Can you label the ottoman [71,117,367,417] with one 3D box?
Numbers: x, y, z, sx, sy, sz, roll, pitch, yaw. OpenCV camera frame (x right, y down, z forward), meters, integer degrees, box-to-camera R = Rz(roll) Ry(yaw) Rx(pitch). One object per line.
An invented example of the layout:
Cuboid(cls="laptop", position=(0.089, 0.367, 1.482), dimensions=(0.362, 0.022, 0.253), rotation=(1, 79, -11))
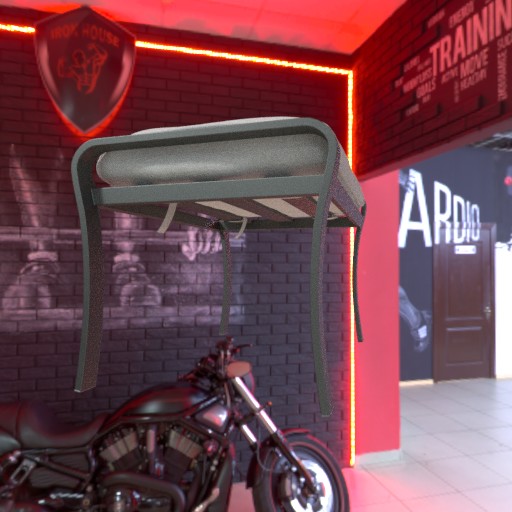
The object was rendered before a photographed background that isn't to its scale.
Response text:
Cuboid(cls="ottoman", position=(0.000, 0.000, 0.907), dimensions=(0.406, 0.422, 0.610), rotation=(0, -1, 17))
